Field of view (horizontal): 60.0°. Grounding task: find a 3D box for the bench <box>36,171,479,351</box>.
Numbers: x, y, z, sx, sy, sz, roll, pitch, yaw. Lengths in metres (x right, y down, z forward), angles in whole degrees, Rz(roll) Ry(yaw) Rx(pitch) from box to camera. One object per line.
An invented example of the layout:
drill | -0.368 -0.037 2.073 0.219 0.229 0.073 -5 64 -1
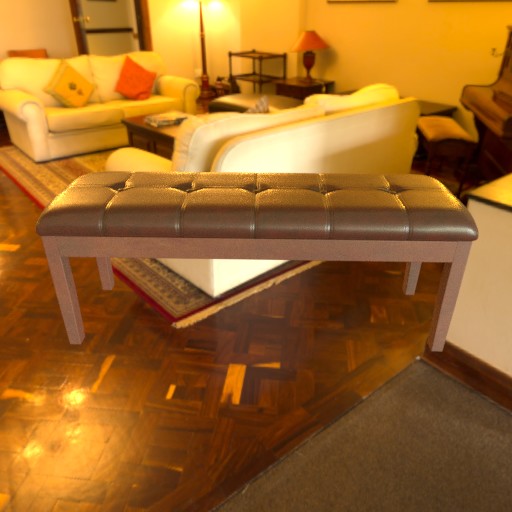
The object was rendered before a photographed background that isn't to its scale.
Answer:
bench | 0.000 0.000 1.500 1.259 0.491 0.401 1 29 1
